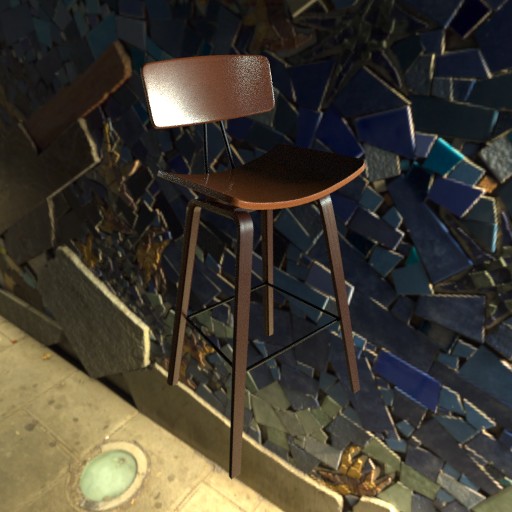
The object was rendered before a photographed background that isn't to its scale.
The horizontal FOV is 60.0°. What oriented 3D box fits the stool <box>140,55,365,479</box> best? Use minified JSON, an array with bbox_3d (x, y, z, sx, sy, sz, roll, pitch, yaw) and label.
[{"bbox_3d":[0.000,0.000,1.209,0.509,0.969,0.440,-21,35,-33],"label":"stool"}]
